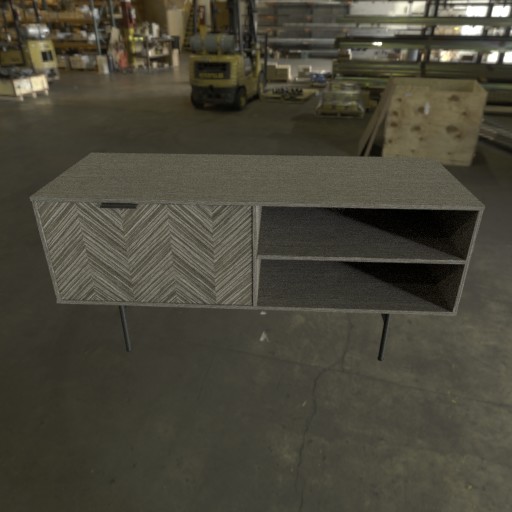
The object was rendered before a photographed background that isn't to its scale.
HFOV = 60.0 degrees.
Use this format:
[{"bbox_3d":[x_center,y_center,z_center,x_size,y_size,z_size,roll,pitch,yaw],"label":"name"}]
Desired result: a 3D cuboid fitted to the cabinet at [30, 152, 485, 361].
[{"bbox_3d":[0.000,0.000,1.604,1.300,0.599,0.500,1,29,3],"label":"cabinet"}]
